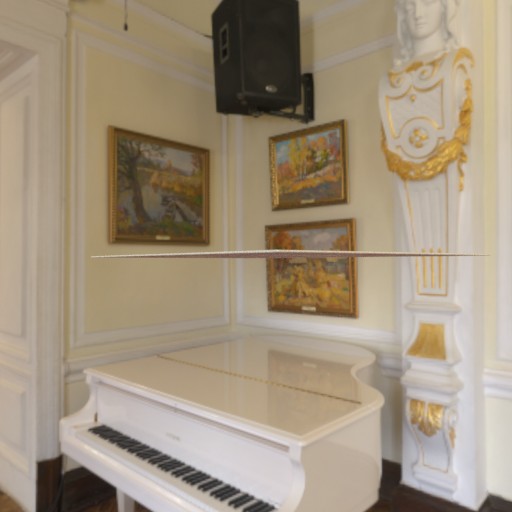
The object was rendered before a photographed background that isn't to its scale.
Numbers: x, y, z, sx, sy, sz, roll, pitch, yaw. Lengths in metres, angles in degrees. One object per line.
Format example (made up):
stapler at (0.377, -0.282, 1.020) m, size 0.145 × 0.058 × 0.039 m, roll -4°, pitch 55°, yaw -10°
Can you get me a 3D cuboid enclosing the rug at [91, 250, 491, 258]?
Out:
rug at (0.000, 0.000, 1.089) m, size 0.556 × 0.004 × 0.868 m, roll 1°, pitch -1°, yaw -36°
